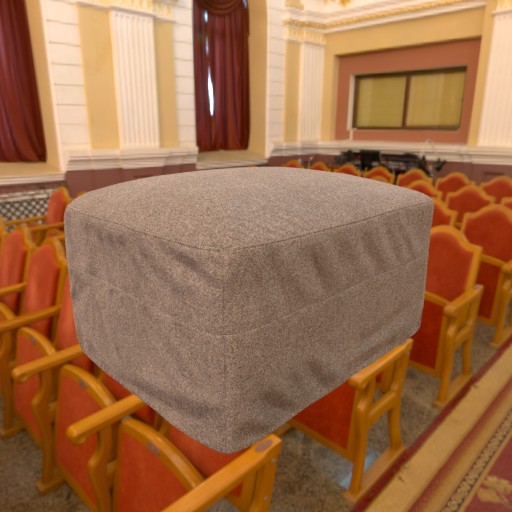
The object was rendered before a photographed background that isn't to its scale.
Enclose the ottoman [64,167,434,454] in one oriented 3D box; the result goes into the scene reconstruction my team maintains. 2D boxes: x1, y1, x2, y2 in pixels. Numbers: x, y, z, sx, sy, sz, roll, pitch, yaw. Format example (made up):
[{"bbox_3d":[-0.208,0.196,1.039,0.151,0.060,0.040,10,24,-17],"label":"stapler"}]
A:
[{"bbox_3d":[0.000,0.000,1.239,0.837,0.481,0.683,-15,22,-43],"label":"ottoman"}]
